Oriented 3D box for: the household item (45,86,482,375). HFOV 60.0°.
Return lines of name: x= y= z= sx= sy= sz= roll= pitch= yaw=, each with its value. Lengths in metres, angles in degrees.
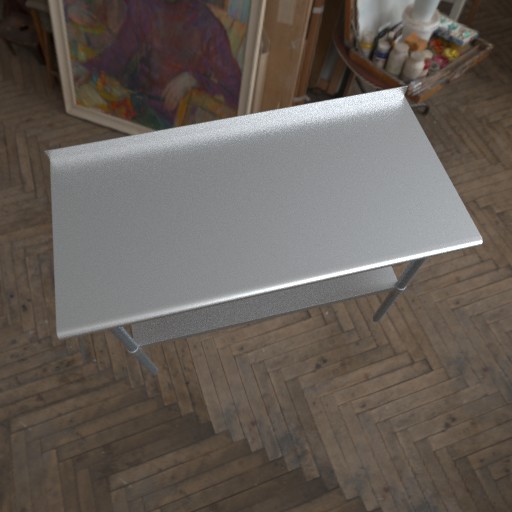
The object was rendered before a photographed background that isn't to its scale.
household item: x=0.000 y=0.000 z=1.700 sx=1.219 sy=0.851 sz=0.610 roll=-12 pitch=63 yaw=-6
